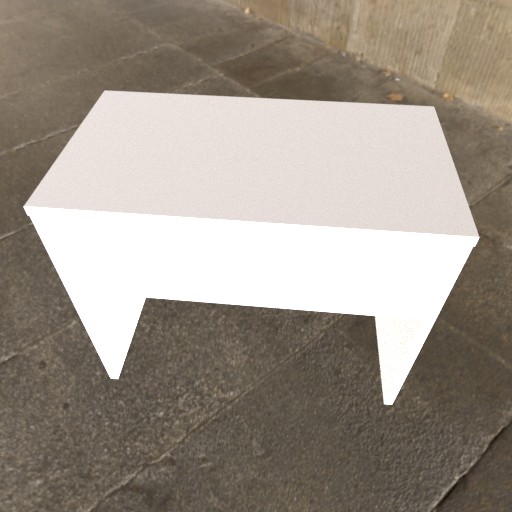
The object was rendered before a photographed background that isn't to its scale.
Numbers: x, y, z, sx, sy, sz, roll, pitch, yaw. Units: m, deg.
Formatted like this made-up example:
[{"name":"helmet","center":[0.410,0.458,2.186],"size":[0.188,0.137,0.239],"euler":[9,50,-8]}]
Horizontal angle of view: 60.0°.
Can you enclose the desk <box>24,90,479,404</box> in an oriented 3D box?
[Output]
[{"name":"desk","center":[0.000,0.000,1.305],"size":[0.900,0.729,0.498],"euler":[4,47,4]}]
